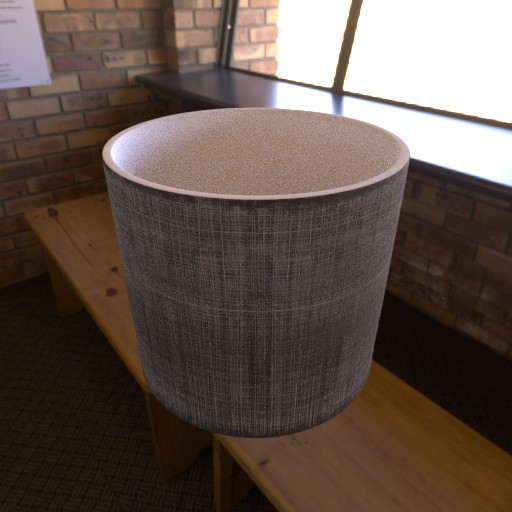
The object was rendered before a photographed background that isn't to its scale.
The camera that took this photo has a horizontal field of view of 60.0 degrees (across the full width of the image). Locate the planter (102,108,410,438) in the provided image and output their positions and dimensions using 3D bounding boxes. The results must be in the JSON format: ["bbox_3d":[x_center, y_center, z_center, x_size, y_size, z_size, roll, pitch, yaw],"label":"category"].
[{"bbox_3d":[0.000,0.000,0.382,0.221,0.201,0.221,0,31,0],"label":"planter"}]
